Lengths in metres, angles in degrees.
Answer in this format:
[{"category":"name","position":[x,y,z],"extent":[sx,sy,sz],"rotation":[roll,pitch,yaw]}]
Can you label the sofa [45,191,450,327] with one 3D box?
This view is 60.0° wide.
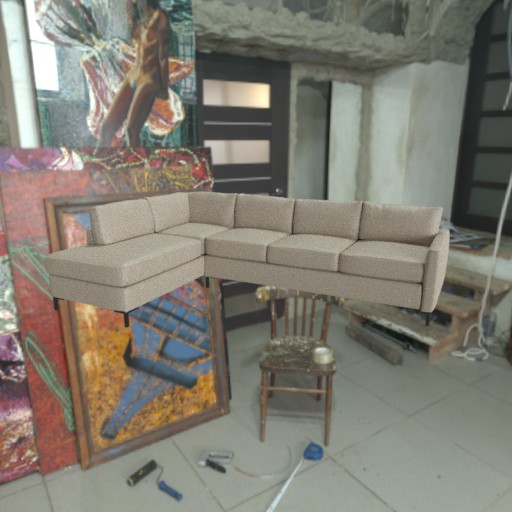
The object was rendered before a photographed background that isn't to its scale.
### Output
[{"category":"sofa","position":[0.000,0.000,3.148],"extent":[2.423,0.703,1.617],"rotation":[7,16,26]}]
